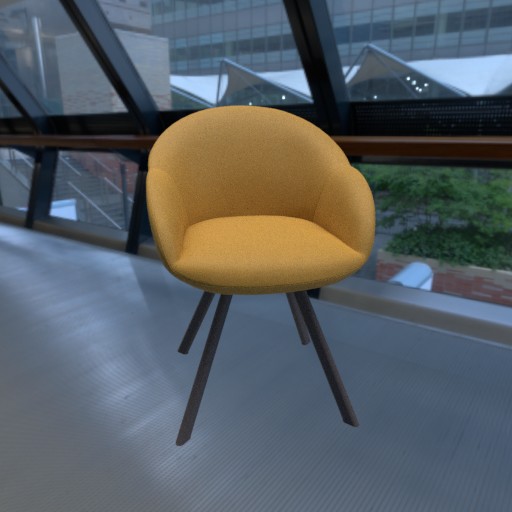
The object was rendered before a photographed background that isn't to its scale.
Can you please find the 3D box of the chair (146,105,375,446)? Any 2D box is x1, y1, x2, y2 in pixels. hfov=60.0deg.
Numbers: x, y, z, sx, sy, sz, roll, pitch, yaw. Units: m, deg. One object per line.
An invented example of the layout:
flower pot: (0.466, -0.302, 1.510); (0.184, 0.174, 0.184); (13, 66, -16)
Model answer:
chair: (0.000, 0.000, 1.206); (0.551, 0.793, 0.583); (-3, 17, -9)
